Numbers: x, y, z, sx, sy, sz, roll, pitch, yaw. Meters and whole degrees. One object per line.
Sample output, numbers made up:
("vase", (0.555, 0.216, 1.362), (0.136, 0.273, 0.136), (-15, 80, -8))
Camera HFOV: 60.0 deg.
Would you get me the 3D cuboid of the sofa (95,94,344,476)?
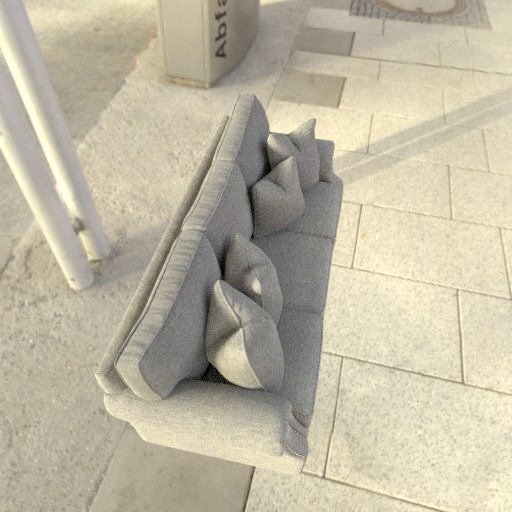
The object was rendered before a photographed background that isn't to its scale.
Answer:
("sofa", (0.000, 0.000, 2.729), (0.965, 0.975, 2.312), (9, 49, 8))
